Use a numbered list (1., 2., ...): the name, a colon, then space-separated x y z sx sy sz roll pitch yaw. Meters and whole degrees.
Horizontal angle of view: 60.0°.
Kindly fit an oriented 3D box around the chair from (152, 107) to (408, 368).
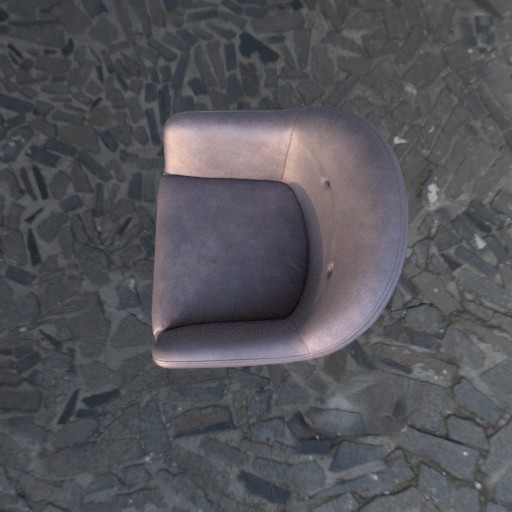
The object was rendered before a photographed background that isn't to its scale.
1. chair: 0.000 0.000 1.159 0.544 0.781 0.567 0 76 0
